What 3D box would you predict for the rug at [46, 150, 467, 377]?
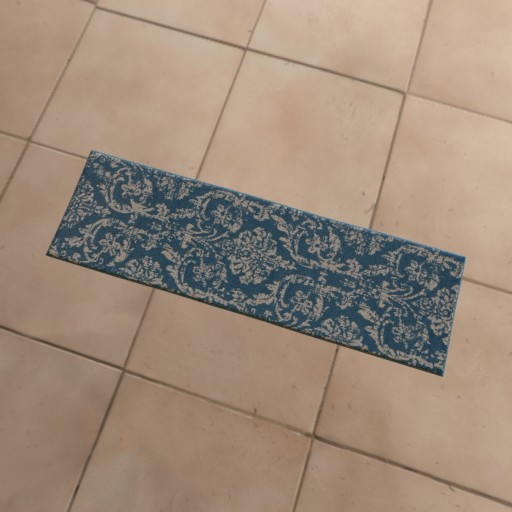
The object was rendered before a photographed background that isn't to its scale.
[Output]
[{"bbox_3d":[0.000,0.000,2.412,2.196,0.011,0.662,16,76,4],"label":"rug"}]
